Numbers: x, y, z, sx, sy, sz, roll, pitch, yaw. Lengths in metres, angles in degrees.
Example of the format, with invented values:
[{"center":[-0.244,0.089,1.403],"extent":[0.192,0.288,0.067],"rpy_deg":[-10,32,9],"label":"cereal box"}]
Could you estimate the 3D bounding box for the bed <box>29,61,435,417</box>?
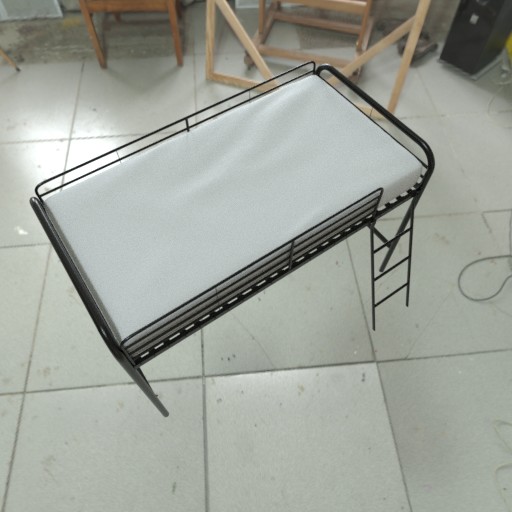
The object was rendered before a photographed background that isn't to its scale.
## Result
[{"center":[0.000,0.000,2.818],"extent":[1.968,1.289,1.393],"rpy_deg":[-31,63,-17],"label":"bed"}]
